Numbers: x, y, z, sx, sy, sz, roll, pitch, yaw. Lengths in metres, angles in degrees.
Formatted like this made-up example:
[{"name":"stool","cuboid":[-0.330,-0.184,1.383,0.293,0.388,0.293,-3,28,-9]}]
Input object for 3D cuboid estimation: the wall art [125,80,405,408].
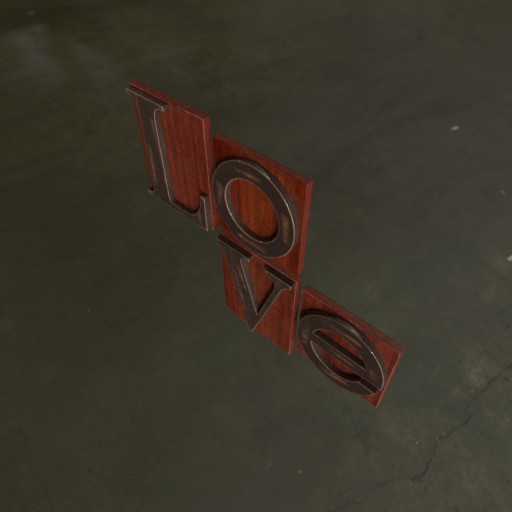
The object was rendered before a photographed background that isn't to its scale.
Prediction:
[{"name":"wall art","cuboid":[0.000,0.000,0.863,0.635,0.497,0.030,33,55,27]}]
